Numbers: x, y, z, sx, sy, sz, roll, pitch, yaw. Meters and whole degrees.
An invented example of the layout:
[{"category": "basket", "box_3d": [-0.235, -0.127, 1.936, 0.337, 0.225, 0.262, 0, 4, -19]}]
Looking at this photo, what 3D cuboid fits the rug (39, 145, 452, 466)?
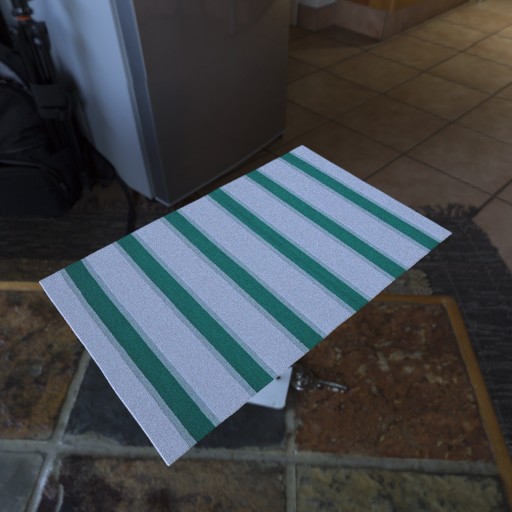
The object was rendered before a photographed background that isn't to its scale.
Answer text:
[{"category": "rug", "box_3d": [0.000, 0.000, 3.044, 2.436, 0.015, 1.521, -32, 54, -27]}]
